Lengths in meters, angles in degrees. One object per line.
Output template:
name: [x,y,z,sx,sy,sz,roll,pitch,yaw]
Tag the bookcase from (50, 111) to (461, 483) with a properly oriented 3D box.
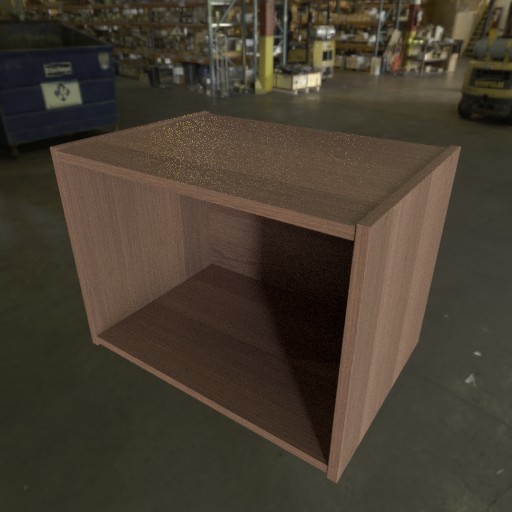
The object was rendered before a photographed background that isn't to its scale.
bookcase: [0.000,0.000,0.617,0.415,0.305,0.290,18,33,30]
